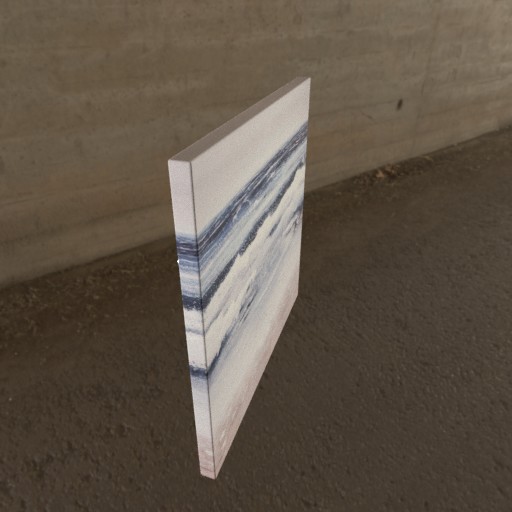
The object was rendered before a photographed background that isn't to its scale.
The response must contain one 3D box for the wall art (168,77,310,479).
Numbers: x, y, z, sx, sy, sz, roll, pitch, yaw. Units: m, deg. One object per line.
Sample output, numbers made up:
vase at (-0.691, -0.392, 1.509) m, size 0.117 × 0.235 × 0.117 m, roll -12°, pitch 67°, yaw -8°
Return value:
wall art at (0.000, 0.000, 1.130) m, size 0.065 × 0.747 × 0.755 m, roll 10°, pitch 32°, yaw 16°
